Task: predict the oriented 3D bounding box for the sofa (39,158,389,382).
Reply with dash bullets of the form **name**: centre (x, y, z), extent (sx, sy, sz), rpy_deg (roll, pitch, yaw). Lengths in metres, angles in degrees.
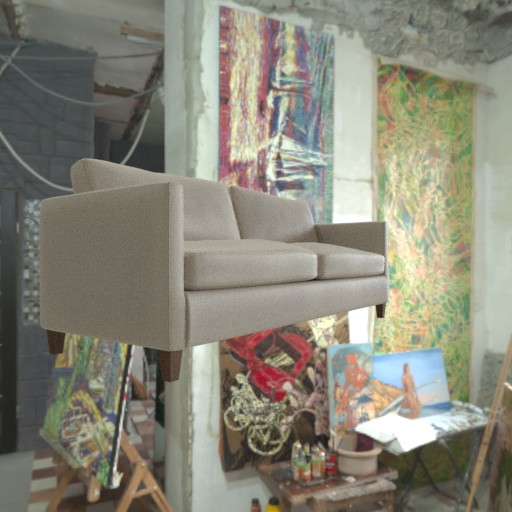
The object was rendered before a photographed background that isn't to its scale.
- **sofa**: centre (0.000, 0.000, 2.838), extent (0.951, 0.968, 2.361), rpy_deg (0, 0, 36)
